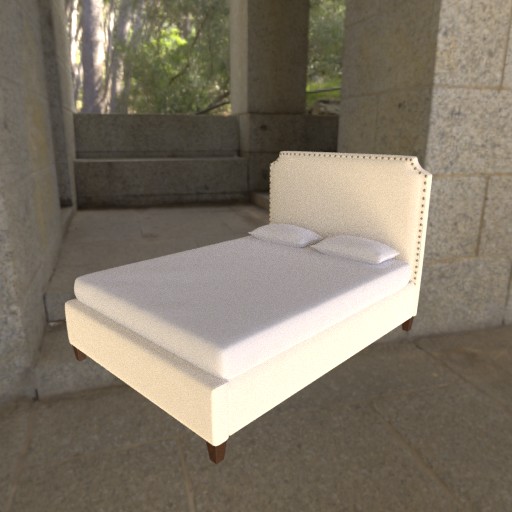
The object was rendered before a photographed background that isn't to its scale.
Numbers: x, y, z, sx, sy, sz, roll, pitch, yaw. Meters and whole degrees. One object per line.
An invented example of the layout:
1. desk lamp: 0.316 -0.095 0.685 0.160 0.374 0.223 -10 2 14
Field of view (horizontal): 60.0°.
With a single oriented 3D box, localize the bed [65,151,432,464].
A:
1. bed: 0.000 0.000 3.468 1.712 1.497 2.372 15 21 42
